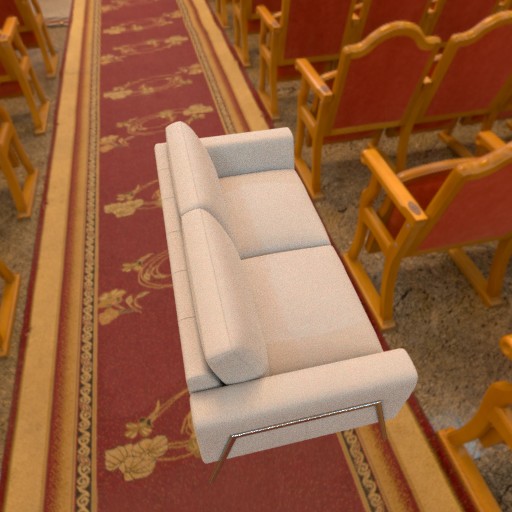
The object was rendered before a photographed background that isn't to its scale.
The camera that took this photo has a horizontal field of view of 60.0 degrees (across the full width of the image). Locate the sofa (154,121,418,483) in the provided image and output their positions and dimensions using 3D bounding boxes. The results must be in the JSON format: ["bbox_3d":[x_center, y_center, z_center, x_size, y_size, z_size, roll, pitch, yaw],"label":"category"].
[{"bbox_3d":[0.000,0.000,2.550,0.953,0.875,2.017,-10,48,-9],"label":"sofa"}]
